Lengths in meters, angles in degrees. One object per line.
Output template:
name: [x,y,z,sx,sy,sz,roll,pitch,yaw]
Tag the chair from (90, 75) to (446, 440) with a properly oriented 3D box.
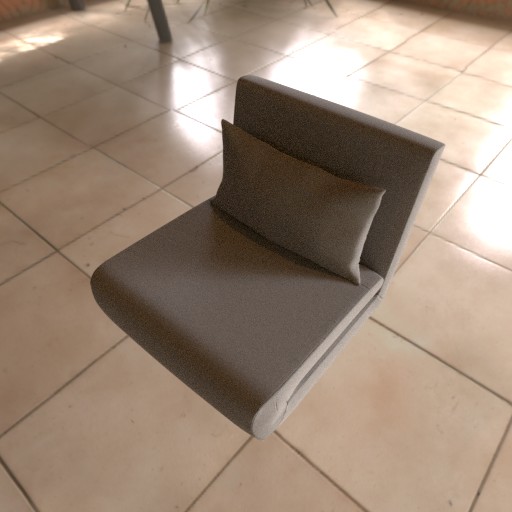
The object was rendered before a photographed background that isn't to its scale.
chair: [0.000,0.000,1.525,0.770,0.808,0.902,31,53,27]
